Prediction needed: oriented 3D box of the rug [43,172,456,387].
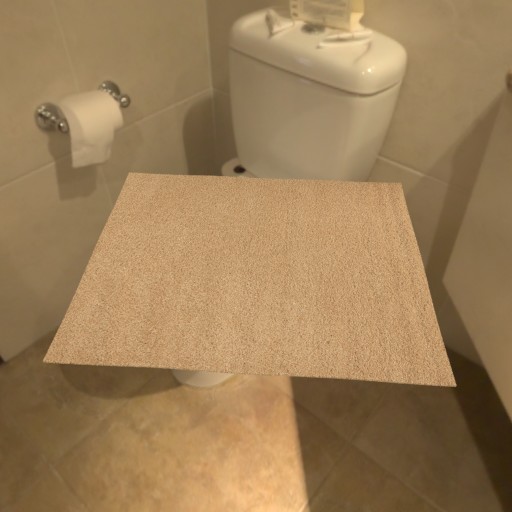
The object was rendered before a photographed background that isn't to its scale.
[{"bbox_3d":[0.000,0.000,4.049,3.000,0.026,2.400,3,46,3],"label":"rug"}]
